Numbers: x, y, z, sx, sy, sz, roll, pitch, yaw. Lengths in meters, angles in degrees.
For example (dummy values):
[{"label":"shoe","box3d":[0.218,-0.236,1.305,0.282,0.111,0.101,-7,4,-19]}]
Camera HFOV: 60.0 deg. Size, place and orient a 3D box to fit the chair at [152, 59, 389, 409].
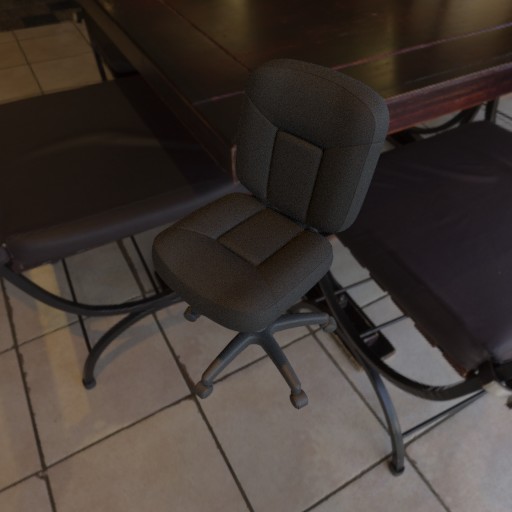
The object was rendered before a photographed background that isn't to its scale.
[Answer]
[{"label":"chair","box3d":[0.000,0.000,1.359,0.610,0.972,0.610,33,55,27]}]
